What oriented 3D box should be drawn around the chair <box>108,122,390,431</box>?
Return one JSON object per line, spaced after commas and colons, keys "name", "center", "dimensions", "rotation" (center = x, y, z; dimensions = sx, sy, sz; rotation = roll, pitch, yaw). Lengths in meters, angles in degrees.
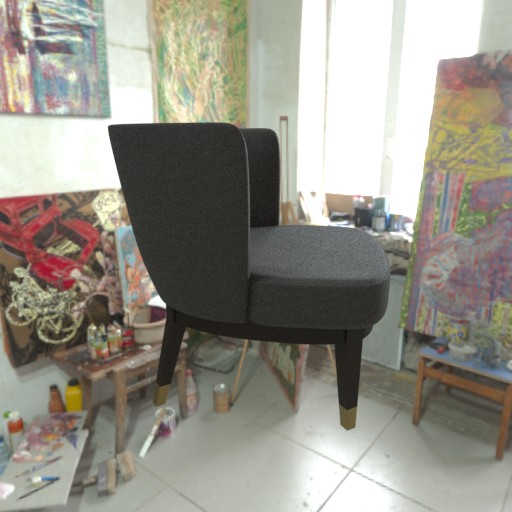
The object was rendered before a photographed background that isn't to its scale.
{"name": "chair", "center": [0.000, 0.000, 1.233], "dimensions": [0.698, 0.695, 0.639], "rotation": [2, 15, 9]}
